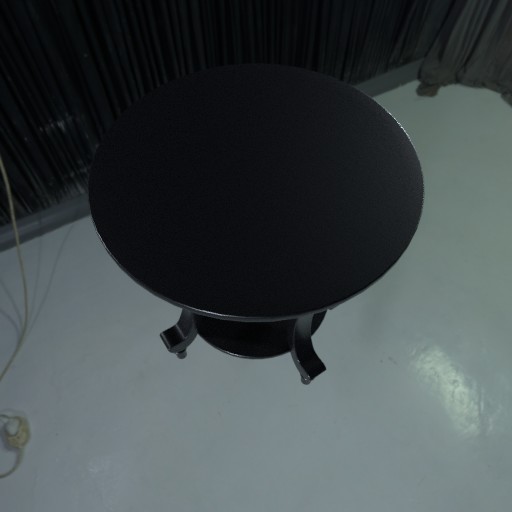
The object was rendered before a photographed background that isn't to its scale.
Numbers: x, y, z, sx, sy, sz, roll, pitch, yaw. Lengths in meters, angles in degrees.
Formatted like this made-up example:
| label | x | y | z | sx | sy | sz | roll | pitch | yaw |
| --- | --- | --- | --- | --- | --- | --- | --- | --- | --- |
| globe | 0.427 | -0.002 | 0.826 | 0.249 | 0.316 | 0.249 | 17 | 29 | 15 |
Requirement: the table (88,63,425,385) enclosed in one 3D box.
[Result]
| label | x | y | z | sx | sy | sz | roll | pitch | yaw |
| --- | --- | --- | --- | --- | --- | --- | --- | --- | --- |
| table | 0.000 | 0.000 | 1.059 | 0.597 | 0.618 | 0.597 | 0 | 58 | 0 |
